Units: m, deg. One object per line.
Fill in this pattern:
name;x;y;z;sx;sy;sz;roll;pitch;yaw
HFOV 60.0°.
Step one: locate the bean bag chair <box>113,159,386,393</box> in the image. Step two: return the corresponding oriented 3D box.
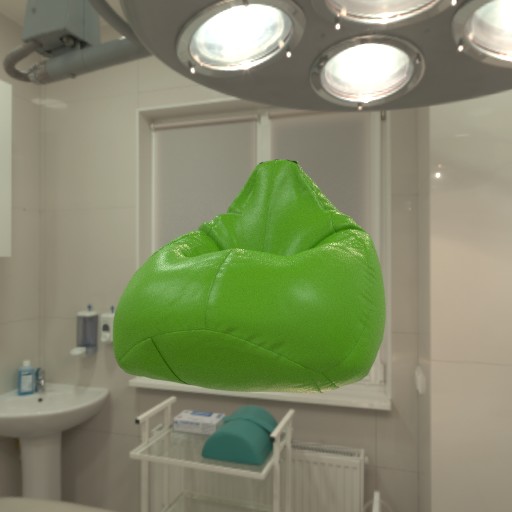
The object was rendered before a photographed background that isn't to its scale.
bean bag chair;0.000;0.000;1.905;1.070;0.990;1.070;0;0;17
